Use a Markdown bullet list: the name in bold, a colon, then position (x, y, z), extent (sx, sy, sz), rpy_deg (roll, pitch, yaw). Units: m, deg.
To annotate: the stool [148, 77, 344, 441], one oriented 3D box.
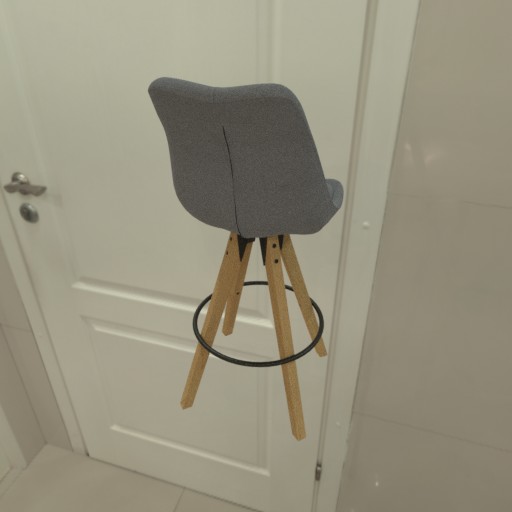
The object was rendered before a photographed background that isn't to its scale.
- **stool**: position (0.000, 0.000, 1.387), extent (0.485, 1.115, 0.550), rpy_deg (10, 33, 15)
